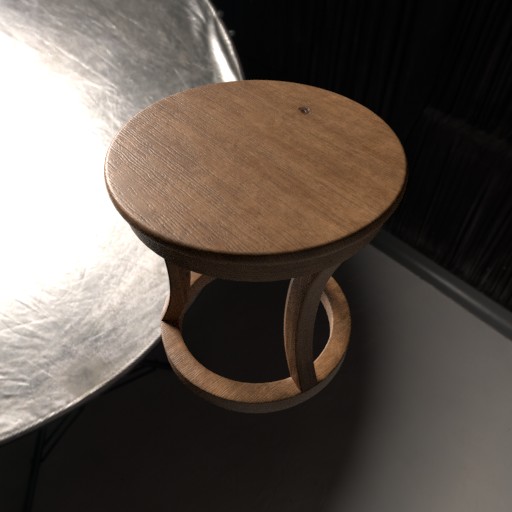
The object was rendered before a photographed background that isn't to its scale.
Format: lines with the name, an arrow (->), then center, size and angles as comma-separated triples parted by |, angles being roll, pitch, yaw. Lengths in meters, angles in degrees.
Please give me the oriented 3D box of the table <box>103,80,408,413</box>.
table -> 0.000, 0.000, 0.807 | 0.432, 0.460, 0.432 | 0, 47, 0
